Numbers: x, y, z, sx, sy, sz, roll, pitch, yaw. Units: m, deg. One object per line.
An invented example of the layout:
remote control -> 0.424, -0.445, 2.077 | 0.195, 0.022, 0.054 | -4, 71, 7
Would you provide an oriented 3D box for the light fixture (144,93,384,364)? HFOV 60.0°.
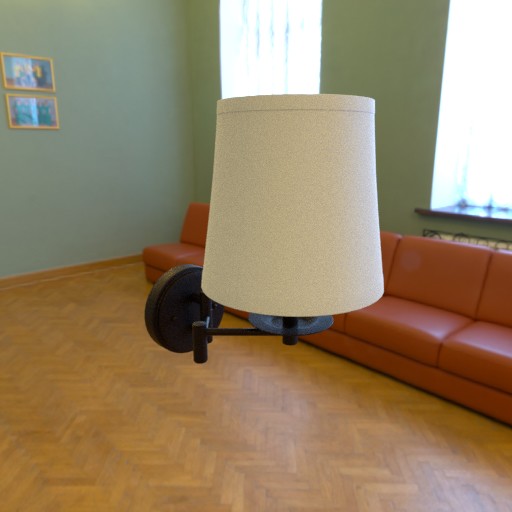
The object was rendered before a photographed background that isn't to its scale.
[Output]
light fixture -> 0.000, 0.000, 0.266 | 0.100, 0.172, 0.157 | -14, 20, -43
